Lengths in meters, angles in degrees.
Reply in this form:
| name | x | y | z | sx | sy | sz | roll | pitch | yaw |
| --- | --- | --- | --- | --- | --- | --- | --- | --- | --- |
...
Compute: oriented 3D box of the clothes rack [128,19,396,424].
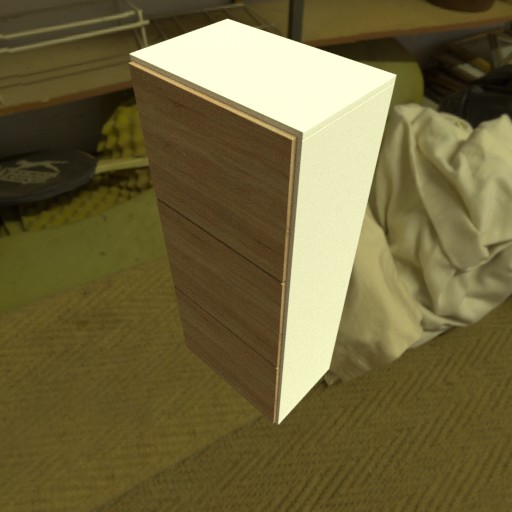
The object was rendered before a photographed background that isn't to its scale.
| name | x | y | z | sx | sy | sz | roll | pitch | yaw |
| --- | --- | --- | --- | --- | --- | --- | --- | --- | --- |
| clothes rack | 0.000 | 0.000 | 1.383 | 0.500 | 1.187 | 0.331 | 34 | 54 | 28 |
